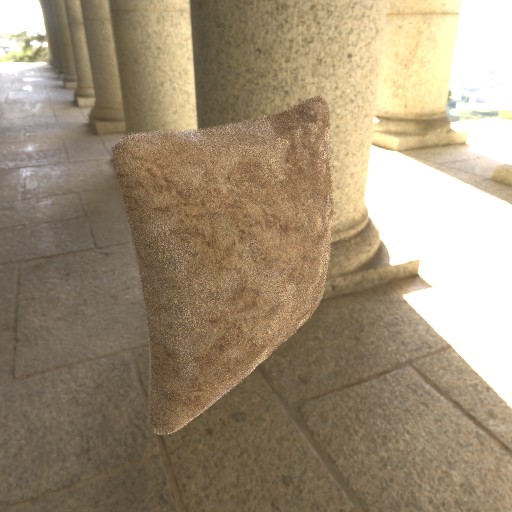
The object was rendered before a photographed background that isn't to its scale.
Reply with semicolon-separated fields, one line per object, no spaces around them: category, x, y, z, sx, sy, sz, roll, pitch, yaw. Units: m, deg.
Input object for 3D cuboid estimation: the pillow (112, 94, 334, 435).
pillow;0.000;0.000;0.828;0.216;0.525;0.538;18;32;32
